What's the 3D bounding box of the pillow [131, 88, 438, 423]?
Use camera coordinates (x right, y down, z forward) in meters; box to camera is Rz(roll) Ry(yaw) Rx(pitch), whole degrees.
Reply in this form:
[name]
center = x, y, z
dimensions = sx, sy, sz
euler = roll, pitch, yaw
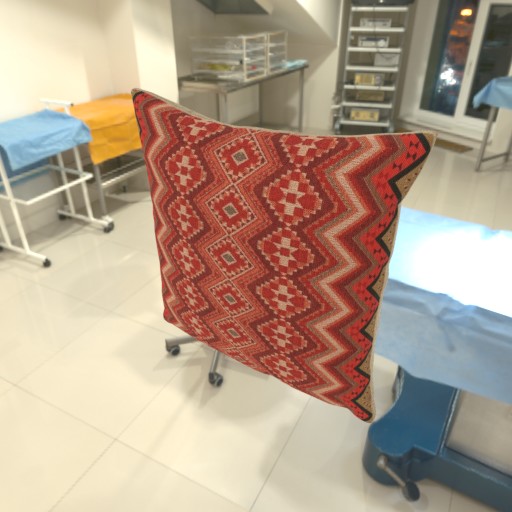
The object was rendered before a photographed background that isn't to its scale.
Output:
[pillow]
center = 0.000, 0.000, 0.768
dimensions = 0.513, 0.511, 0.158
euler = 20, 36, 29
